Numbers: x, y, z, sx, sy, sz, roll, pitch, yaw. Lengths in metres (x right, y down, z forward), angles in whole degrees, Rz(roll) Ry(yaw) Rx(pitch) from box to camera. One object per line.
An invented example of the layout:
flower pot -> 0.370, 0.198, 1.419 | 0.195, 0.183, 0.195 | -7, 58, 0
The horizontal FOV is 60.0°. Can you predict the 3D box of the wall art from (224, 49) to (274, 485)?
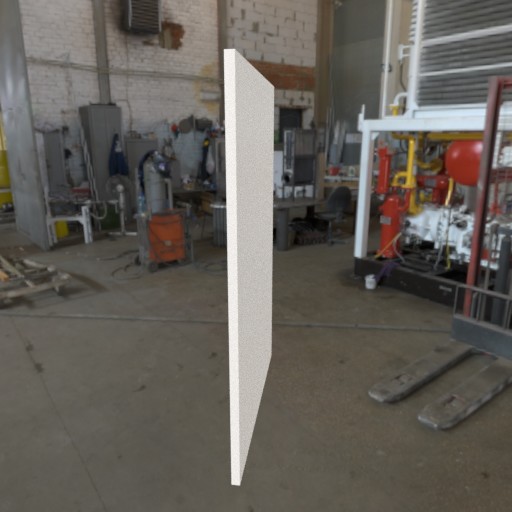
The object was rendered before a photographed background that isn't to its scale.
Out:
wall art -> 0.000, 0.000, 0.617 | 0.010, 0.474, 0.325 | 2, 15, 8
